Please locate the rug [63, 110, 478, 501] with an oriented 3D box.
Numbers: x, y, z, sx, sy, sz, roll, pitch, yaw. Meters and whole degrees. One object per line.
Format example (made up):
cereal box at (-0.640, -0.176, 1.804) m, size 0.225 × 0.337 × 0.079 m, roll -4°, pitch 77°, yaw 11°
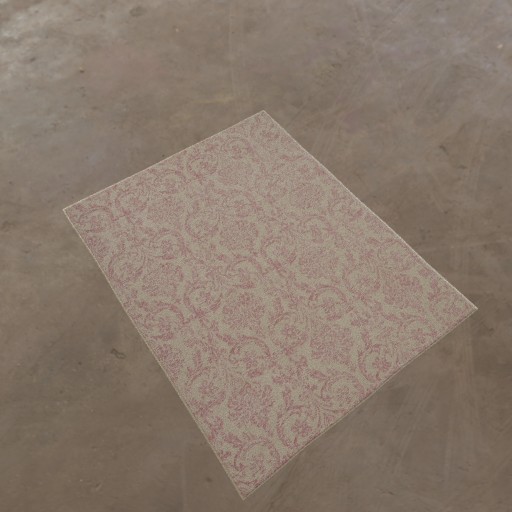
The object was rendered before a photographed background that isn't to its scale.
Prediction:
rug at (0.000, 0.000, 3.920) m, size 2.363 × 0.012 × 2.980 m, roll -32°, pitch 63°, yaw -18°
